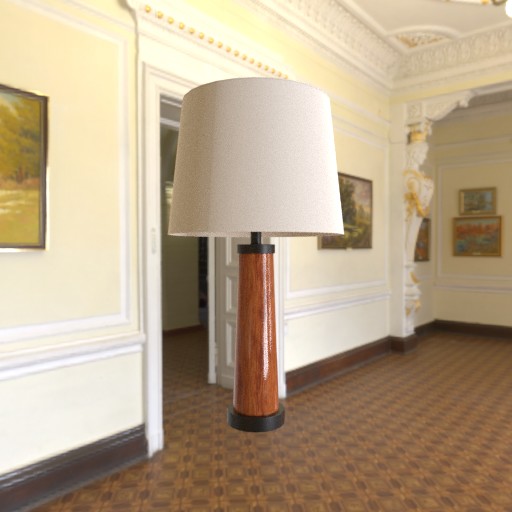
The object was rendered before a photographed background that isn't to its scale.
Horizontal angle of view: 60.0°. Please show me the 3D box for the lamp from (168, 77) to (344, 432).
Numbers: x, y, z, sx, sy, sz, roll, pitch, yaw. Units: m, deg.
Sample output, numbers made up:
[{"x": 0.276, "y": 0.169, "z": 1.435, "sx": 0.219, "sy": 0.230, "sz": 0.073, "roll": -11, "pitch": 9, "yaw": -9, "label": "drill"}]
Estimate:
[{"x": 0.000, "y": 0.000, "z": 0.892, "sx": 0.349, "sy": 0.667, "sz": 0.349, "roll": 0, "pitch": 1, "yaw": 0, "label": "lamp"}]
